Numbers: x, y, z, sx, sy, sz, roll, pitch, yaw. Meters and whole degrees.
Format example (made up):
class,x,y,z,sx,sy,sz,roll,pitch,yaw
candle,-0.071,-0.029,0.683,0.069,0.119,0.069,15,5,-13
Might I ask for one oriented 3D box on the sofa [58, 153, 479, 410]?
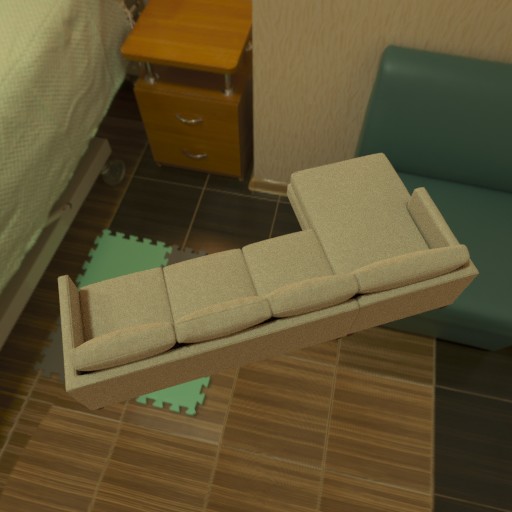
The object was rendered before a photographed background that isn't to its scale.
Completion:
class,x,y,z,sx,sy,sz,roll,pitch,yaw
sofa,0.000,0.000,3.837,3.186,0.846,1.625,-14,60,-9
